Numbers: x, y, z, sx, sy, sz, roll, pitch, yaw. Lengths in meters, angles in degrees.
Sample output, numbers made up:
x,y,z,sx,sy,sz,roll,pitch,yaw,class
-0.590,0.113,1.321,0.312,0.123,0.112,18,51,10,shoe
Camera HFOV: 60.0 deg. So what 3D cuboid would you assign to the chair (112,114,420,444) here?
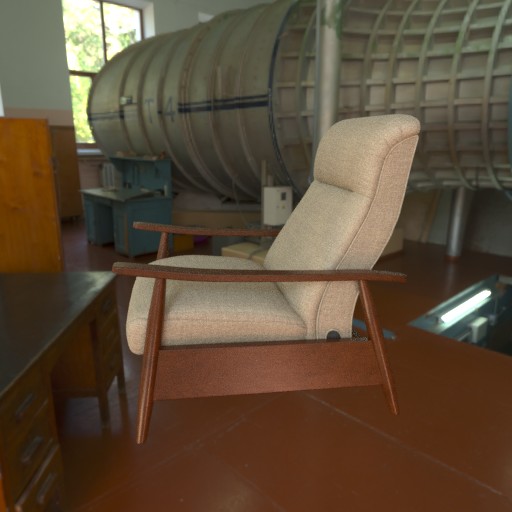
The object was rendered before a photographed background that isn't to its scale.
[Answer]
x,y,z,sx,sy,sz,roll,pitch,yaw,class
0.000,0.000,1.791,1.014,1.082,0.762,-3,15,-10,chair
